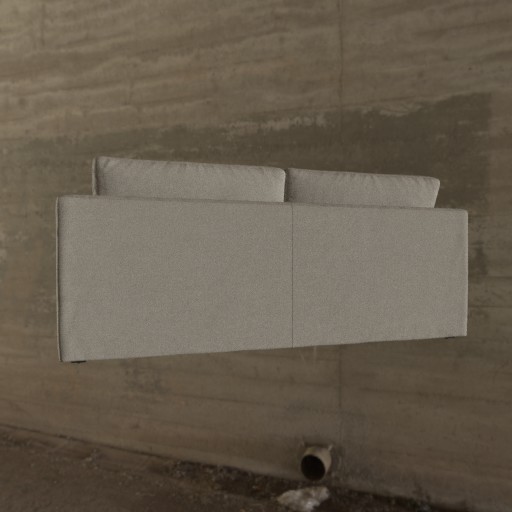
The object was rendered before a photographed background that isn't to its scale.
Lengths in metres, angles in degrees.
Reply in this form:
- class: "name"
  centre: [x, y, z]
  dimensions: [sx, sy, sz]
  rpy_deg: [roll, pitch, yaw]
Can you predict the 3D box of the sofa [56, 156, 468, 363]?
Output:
- class: "sofa"
  centre: [0.000, 0.000, 2.446]
  dimensions: [1.905, 0.839, 1.091]
  rpy_deg: [0, 0, -17]
